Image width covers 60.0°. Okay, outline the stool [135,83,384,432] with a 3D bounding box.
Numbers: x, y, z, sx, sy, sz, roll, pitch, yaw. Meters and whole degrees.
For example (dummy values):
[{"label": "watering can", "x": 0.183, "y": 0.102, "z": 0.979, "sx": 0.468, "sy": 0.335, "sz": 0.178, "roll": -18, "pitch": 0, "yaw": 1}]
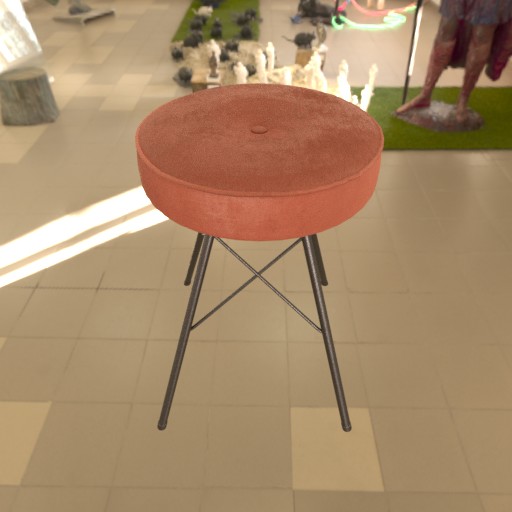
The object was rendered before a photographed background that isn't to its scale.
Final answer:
[{"label": "stool", "x": 0.000, "y": 0.000, "z": 0.922, "sx": 0.421, "sy": 0.593, "sz": 0.457, "roll": 0, "pitch": 41, "yaw": 0}]
